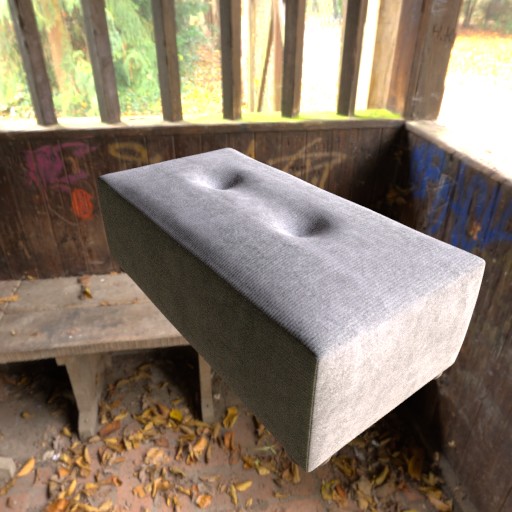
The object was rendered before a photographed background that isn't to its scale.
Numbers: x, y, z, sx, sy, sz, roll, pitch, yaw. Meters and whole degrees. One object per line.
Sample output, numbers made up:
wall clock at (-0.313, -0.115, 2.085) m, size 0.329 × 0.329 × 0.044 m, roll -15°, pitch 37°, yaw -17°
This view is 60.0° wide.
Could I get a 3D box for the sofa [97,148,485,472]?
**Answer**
sofa at (0.000, 0.000, 1.131) m, size 0.480 × 0.330 × 0.930 m, roll -21°, pitch 37°, yaw -31°
